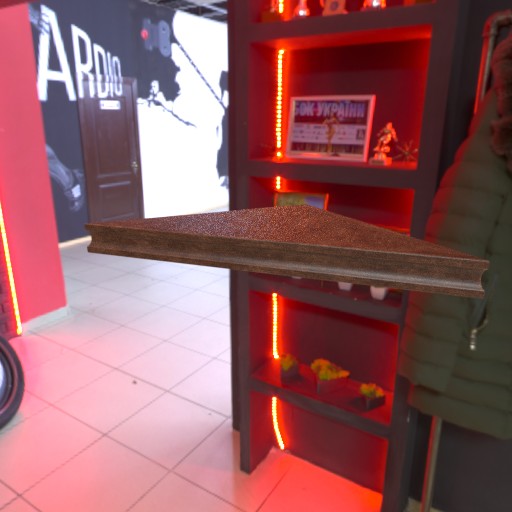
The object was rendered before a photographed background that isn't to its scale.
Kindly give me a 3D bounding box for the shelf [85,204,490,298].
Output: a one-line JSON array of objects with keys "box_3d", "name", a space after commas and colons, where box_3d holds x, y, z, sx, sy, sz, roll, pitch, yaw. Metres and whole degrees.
[{"box_3d": [0.000, 0.000, 0.446, 0.296, 0.035, 0.296, -8, 19, -24], "name": "shelf"}]
